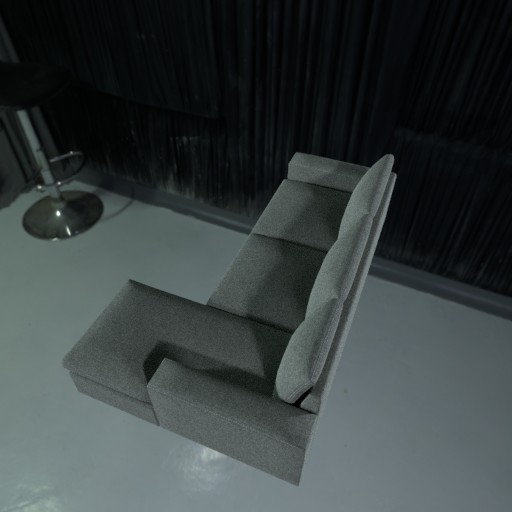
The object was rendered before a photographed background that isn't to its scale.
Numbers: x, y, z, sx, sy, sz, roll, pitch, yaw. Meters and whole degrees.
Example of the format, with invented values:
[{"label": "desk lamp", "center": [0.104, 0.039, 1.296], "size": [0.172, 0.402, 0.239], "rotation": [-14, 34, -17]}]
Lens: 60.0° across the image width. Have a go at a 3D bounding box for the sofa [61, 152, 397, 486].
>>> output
[{"label": "sofa", "center": [0.000, 0.000, 3.518], "size": [1.689, 0.940, 2.718], "rotation": [16, 48, 16]}]
